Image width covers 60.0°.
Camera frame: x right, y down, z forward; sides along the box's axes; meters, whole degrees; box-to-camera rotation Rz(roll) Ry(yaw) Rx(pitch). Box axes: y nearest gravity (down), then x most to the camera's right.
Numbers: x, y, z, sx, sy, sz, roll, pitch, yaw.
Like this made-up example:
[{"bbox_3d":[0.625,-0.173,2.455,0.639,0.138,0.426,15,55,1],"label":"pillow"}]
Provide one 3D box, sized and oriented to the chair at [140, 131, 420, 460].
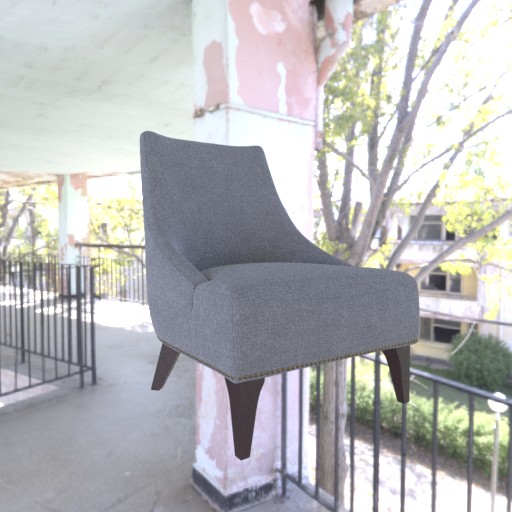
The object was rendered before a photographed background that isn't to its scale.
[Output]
[{"bbox_3d":[0.000,0.000,1.517,0.701,0.909,0.861,-2,4,-35],"label":"chair"}]
